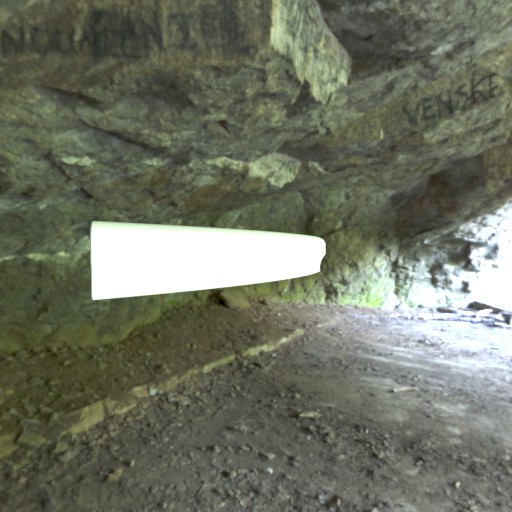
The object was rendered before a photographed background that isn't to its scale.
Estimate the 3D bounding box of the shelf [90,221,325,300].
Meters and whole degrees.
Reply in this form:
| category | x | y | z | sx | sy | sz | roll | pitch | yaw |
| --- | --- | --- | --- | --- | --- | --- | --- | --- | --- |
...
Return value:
| category | x | y | z | sx | sy | sz | roll | pitch | yaw |
| --- | --- | --- | --- | --- | --- | --- | --- | --- | --- |
| shelf | 0.000 | 0.000 | 0.464 | 0.310 | 0.050 | 0.310 | 0 | 1 | -18 |
